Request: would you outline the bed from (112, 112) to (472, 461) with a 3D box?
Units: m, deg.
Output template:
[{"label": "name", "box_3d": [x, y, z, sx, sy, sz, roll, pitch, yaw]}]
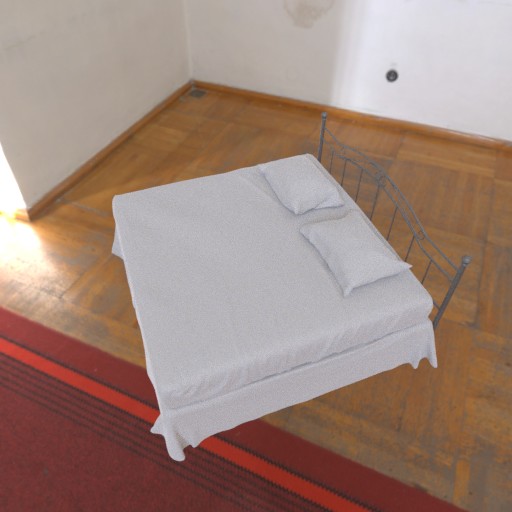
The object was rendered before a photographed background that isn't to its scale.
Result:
[{"label": "bed", "box_3d": [0.000, 0.000, 3.541, 2.220, 1.080, 2.309, -15, 48, -14]}]
